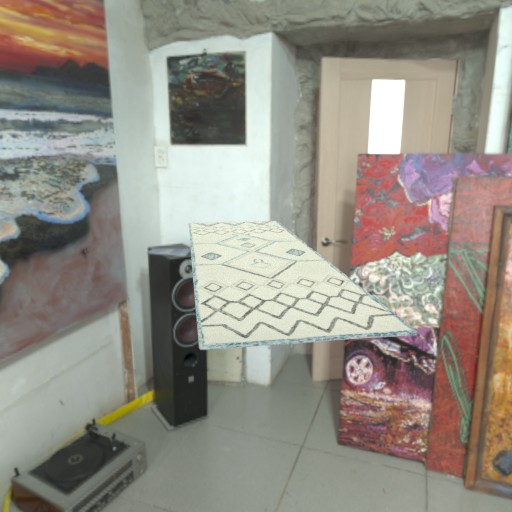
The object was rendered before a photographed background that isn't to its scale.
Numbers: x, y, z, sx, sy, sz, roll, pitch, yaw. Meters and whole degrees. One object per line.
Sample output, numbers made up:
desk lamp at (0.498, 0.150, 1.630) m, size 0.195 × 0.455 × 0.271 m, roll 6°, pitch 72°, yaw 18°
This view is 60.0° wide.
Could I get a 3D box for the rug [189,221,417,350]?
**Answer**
rug at (0.000, 0.000, 2.675) m, size 0.770 × 0.013 × 2.434 m, roll -2°, pitch 14°, yaw -9°
